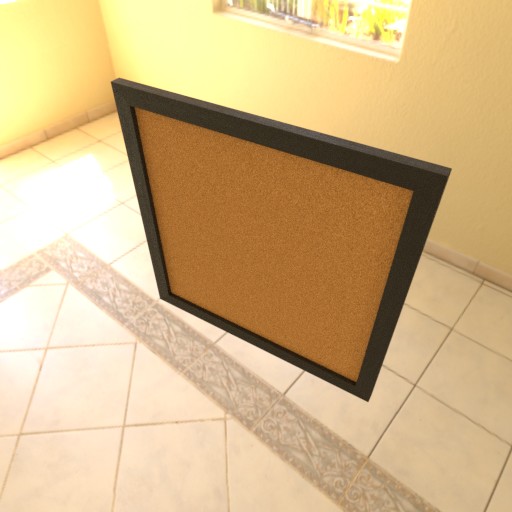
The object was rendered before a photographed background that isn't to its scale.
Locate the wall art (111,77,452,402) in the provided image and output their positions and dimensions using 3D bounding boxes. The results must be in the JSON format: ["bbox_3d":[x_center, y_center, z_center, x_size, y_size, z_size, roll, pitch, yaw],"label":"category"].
[{"bbox_3d":[0.000,0.000,1.535,1.016,1.016,0.038,22,48,22],"label":"wall art"}]
